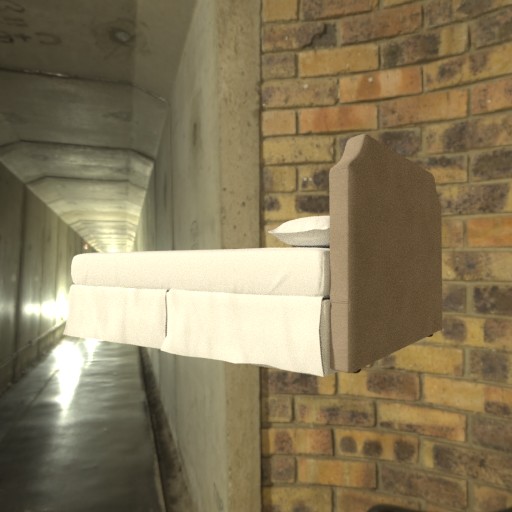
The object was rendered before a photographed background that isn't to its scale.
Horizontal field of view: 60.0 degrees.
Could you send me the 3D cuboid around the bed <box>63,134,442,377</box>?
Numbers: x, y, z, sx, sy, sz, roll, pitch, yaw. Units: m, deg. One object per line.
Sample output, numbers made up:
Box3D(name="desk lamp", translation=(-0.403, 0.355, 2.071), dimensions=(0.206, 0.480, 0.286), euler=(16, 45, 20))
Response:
Box3D(name="bed", translation=(0.000, 0.000, 3.660), dimensions=(2.498, 1.293, 1.977), euler=(-1, -1, 36))
